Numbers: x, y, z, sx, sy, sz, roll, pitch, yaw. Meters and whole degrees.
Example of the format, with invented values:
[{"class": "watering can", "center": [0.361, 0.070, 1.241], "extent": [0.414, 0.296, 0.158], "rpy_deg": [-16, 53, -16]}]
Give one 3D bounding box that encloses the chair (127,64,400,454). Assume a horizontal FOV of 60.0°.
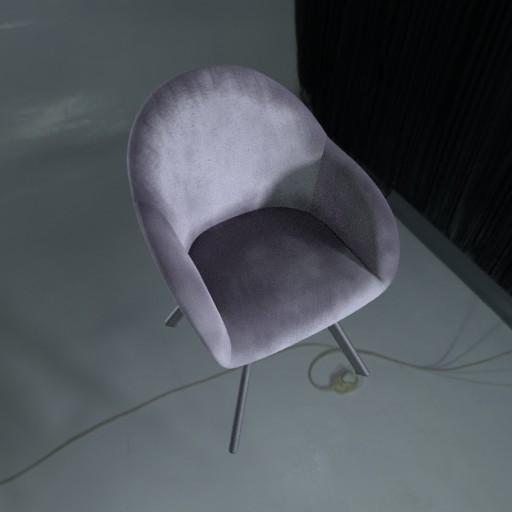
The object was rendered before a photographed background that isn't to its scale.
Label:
[{"class": "chair", "center": [0.000, 0.000, 1.176], "extent": [0.550, 0.795, 0.590], "rpy_deg": [-23, 52, -19]}]
